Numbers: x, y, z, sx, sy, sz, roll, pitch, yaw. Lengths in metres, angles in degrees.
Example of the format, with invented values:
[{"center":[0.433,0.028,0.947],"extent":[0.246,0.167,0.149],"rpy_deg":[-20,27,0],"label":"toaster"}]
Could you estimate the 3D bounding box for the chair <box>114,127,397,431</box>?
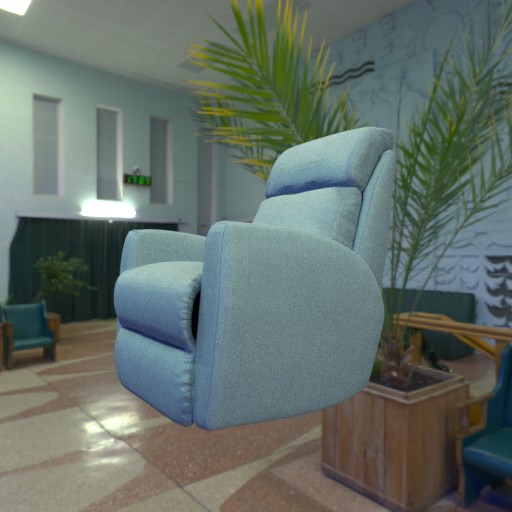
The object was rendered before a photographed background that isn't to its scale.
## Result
[{"center":[0.000,0.000,1.711],"extent":[0.940,1.013,0.812],"rpy_deg":[0,0,-36],"label":"chair"}]
